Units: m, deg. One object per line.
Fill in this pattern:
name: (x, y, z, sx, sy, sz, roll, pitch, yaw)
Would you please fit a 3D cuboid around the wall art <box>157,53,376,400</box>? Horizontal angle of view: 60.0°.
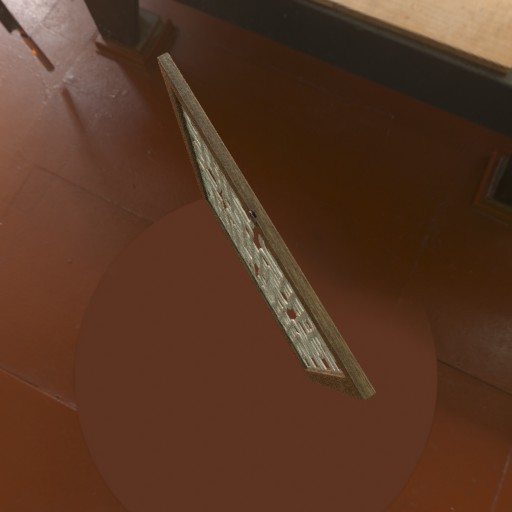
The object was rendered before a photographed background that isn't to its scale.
wall art: (0.000, 0.000, 0.864, 0.021, 0.582, 0.561, -29, 78, -7)
